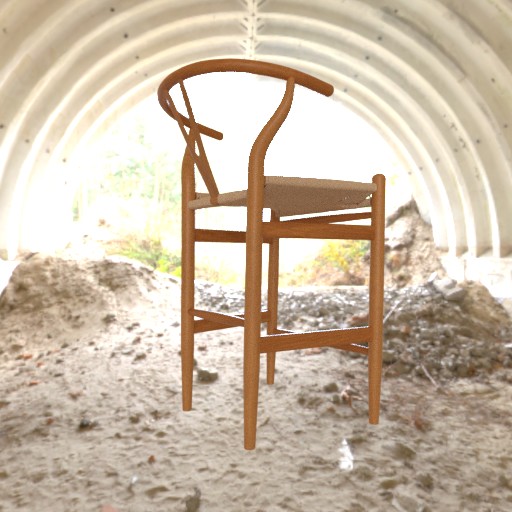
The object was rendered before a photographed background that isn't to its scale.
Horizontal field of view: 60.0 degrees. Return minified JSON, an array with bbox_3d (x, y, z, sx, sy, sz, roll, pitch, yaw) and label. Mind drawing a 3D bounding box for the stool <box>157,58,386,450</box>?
[{"bbox_3d":[0.000,0.000,1.343,0.579,0.970,0.569,0,0,-36],"label":"stool"}]
